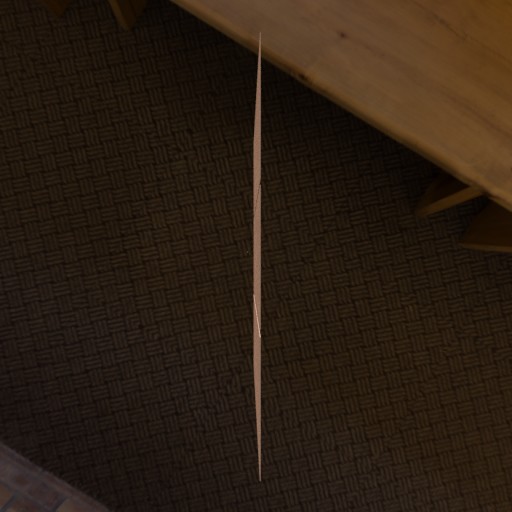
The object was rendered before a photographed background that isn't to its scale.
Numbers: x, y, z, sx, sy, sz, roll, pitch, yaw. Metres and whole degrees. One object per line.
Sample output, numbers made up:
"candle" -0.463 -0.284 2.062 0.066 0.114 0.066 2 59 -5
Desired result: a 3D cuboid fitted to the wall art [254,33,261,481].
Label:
"wall art" 0.000 0.000 2.252 0.002 1.505 1.517 0 91 -1
